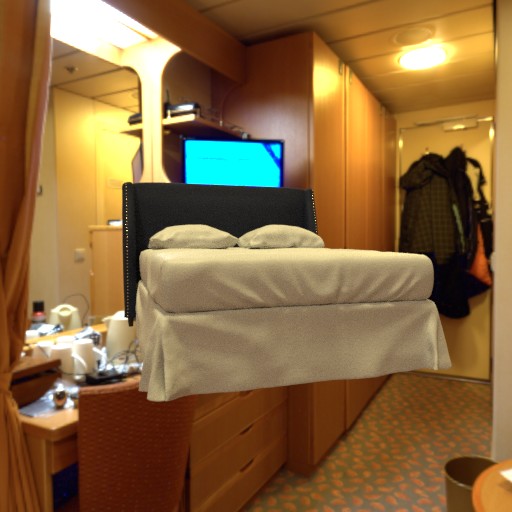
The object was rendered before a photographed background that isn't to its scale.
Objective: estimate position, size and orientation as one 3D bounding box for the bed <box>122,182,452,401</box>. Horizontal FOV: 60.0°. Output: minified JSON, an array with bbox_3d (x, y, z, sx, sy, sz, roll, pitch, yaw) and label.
[{"bbox_3d":[0.000,0.000,3.398,1.925,1.332,2.276,-1,2,-18],"label":"bed"}]
